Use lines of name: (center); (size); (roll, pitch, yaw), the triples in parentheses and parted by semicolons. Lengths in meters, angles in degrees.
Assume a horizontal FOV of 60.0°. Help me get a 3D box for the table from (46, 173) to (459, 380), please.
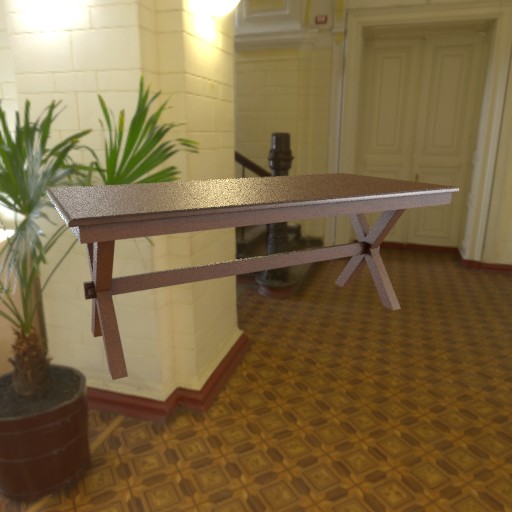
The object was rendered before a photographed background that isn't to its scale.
table: (0.000, 0.000, 1.494); (1.197, 0.459, 0.594); (-8, 18, -27)
